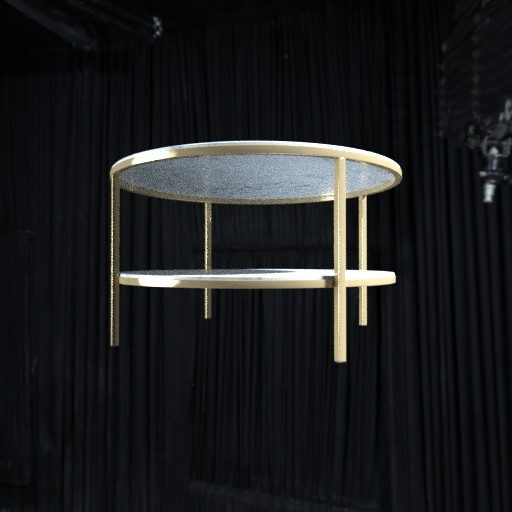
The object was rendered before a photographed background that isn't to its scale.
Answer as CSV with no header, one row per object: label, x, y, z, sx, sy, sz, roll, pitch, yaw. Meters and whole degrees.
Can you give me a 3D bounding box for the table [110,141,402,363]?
table,0.000,0.000,1.278,0.800,0.450,0.800,0,-1,0
